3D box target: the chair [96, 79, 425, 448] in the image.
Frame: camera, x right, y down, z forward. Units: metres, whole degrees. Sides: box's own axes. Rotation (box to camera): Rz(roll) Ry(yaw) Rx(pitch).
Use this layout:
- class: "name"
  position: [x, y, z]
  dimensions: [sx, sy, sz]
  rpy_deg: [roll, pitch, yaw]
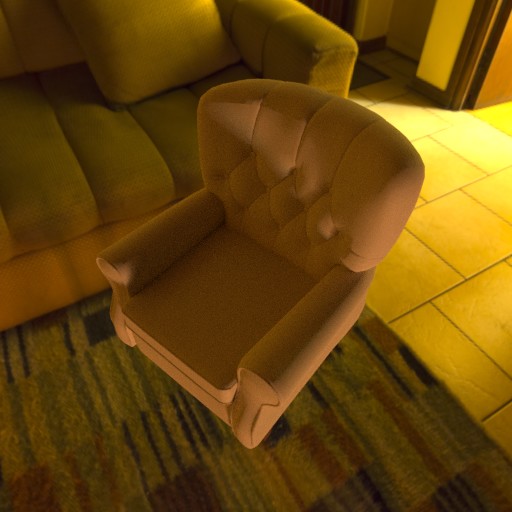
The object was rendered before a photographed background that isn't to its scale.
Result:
- class: "chair"
  position: [0.000, 0.000, 1.979]
  dimensions: [1.035, 1.169, 1.132]
  rpy_deg: [31, 54, 26]
